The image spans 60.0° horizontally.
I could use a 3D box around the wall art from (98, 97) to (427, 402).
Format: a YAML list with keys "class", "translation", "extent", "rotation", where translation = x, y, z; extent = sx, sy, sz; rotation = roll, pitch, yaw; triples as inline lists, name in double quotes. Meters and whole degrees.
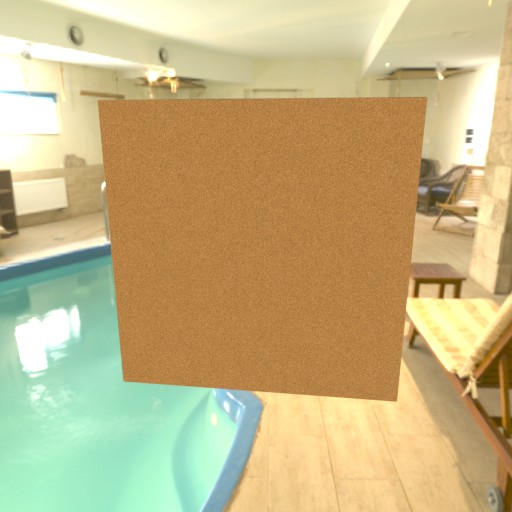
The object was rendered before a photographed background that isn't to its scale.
- class: "wall art"
  translation: [0.000, 0.000, 1.124]
  extent: [0.749, 0.751, 0.050]
  rotation: [2, 16, 7]
